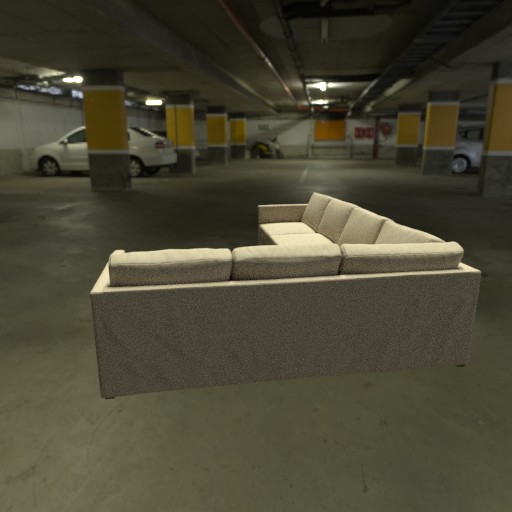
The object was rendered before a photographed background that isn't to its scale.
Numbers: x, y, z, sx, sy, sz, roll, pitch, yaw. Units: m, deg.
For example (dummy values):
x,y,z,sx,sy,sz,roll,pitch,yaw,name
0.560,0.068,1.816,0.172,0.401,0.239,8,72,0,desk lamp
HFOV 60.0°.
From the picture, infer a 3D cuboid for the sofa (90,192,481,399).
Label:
x,y,z,sx,sy,sz,roll,pitch,yaw,name
0.000,0.000,4.214,2.432,0.871,3.182,-2,15,-9,sofa
